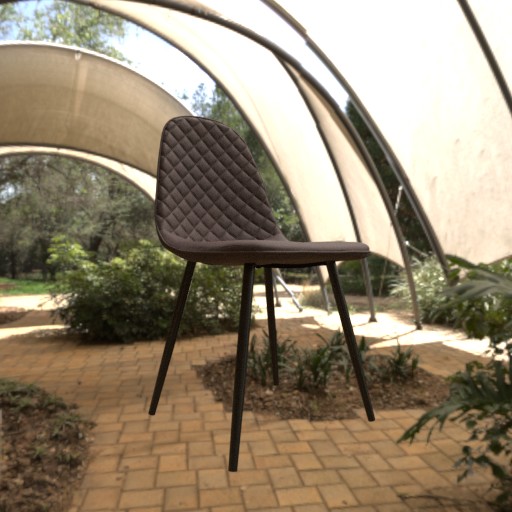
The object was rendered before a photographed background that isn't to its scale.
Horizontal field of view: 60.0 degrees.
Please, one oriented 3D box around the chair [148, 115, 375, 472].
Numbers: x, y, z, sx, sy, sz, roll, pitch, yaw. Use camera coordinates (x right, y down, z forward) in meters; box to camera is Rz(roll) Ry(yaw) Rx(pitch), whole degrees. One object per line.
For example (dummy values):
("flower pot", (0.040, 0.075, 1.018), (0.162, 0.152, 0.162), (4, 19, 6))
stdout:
("chair", (0.000, 0.000, 1.226), (0.472, 0.889, 0.561), (-1, 1, -37))
